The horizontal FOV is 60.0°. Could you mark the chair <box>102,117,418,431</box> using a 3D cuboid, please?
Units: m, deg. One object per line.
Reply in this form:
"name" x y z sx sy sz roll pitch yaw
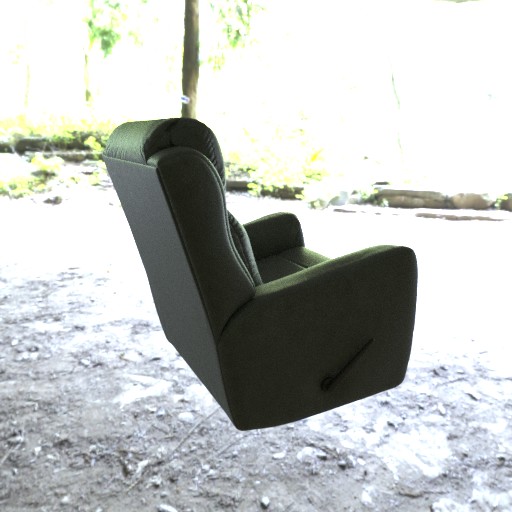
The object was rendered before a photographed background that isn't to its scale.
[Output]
"chair" 0.000 0.000 1.910 1.068 1.116 0.967 -8 17 -27
